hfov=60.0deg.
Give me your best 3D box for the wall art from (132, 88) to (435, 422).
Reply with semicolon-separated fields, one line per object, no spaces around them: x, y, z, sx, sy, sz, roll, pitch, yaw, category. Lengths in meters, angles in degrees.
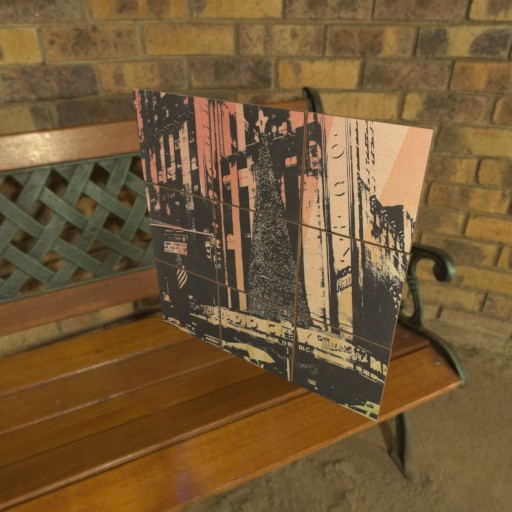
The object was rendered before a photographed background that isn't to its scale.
0.000;0.000;1.393;0.919;0.917;0.010;18;35;29;wall art
